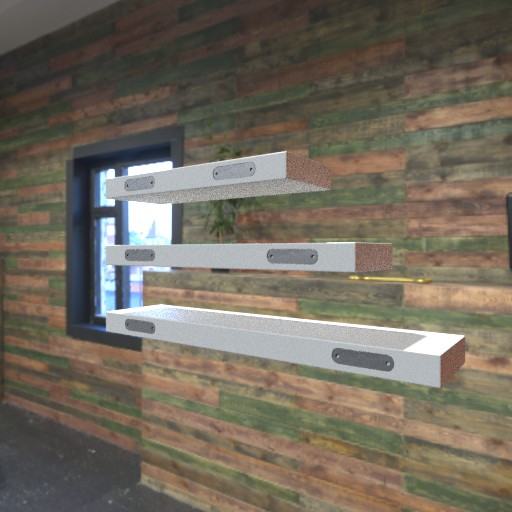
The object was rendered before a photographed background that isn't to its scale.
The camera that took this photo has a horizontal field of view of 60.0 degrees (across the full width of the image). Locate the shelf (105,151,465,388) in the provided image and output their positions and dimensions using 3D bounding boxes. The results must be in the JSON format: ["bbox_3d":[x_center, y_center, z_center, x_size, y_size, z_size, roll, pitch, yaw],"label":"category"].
[{"bbox_3d":[0.000,0.000,0.730,0.610,0.293,0.140,0,1,36],"label":"shelf"}]
